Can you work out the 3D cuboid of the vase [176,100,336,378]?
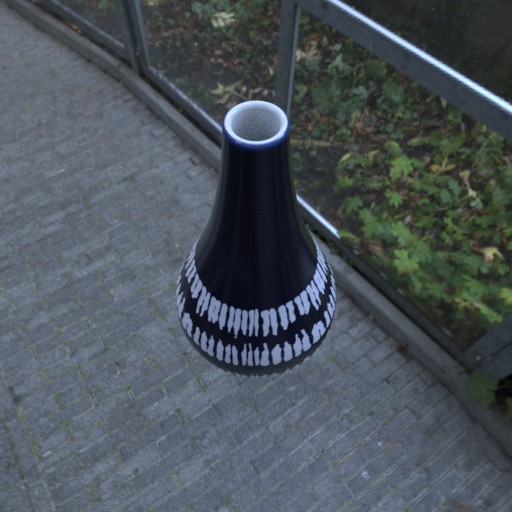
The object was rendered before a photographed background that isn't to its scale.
[{"bbox_3d":[0.000,0.000,0.379,0.159,0.295,0.159,0,58,0],"label":"vase"}]
